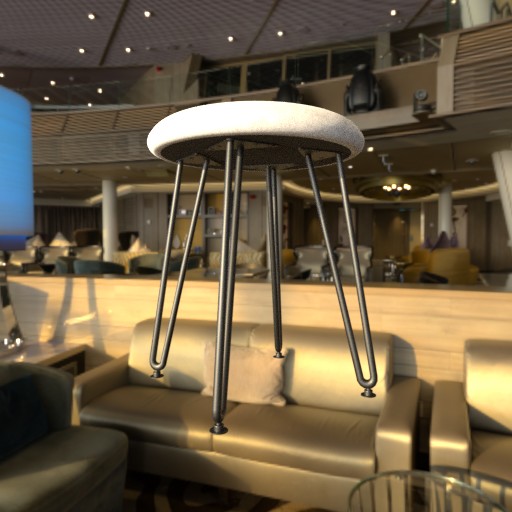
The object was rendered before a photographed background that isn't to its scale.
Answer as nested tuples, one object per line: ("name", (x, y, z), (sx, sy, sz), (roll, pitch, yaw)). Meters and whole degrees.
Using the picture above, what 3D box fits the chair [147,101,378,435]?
("chair", (0.000, 0.000, 0.654), (0.350, 0.386, 0.350), (1, 2, 15))
